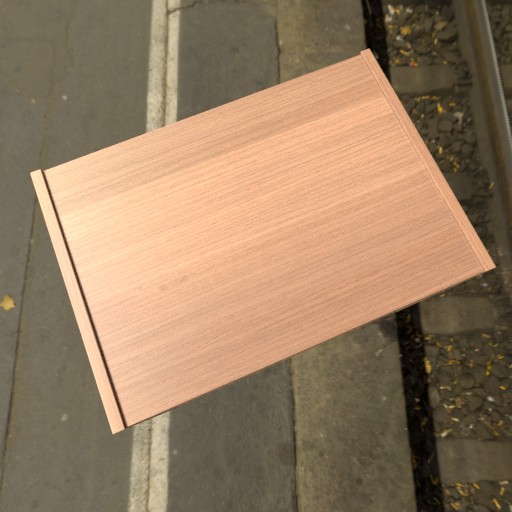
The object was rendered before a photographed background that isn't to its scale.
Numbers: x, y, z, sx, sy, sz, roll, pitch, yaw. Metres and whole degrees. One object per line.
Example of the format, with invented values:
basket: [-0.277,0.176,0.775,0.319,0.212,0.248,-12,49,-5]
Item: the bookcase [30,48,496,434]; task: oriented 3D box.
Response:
bookcase: [0.000,0.000,0.618,0.415,0.305,0.290,-22,76,-6]
